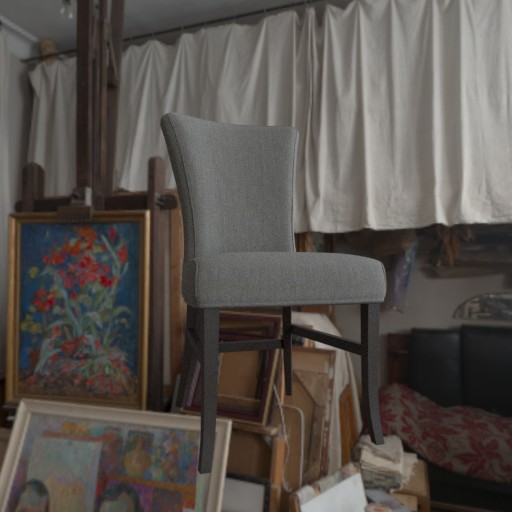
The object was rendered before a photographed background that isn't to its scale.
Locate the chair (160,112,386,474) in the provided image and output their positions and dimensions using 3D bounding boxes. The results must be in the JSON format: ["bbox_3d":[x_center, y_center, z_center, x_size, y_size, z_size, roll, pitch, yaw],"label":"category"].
[{"bbox_3d":[0.000,0.000,1.371,0.520,0.991,0.660,1,-2,-20],"label":"chair"}]
